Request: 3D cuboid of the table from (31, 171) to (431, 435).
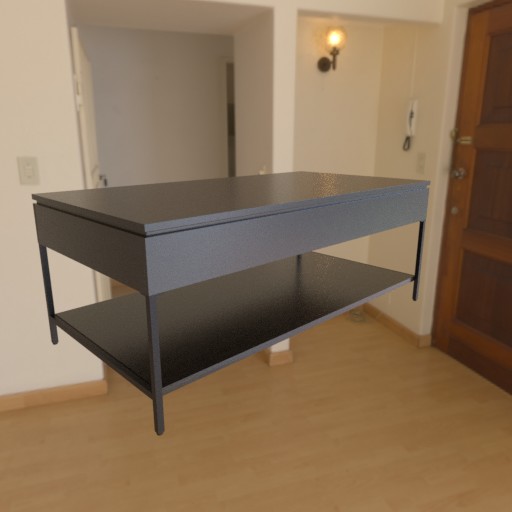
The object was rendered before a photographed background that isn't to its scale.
[{"bbox_3d":[0.000,0.000,1.395,1.095,0.435,0.574,-14,21,-42],"label":"table"}]
